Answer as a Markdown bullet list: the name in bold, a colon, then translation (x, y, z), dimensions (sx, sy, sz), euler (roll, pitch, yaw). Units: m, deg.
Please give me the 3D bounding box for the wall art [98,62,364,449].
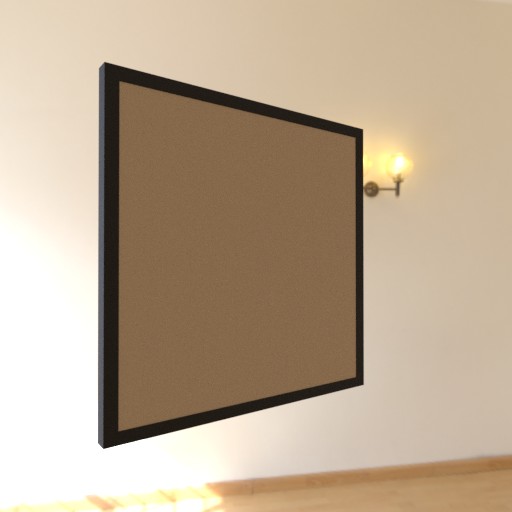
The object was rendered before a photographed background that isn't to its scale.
- **wall art**: translation (0.000, 0.000, 0.444), dimensions (0.306, 0.304, 0.015), euler (0, -1, -36)
